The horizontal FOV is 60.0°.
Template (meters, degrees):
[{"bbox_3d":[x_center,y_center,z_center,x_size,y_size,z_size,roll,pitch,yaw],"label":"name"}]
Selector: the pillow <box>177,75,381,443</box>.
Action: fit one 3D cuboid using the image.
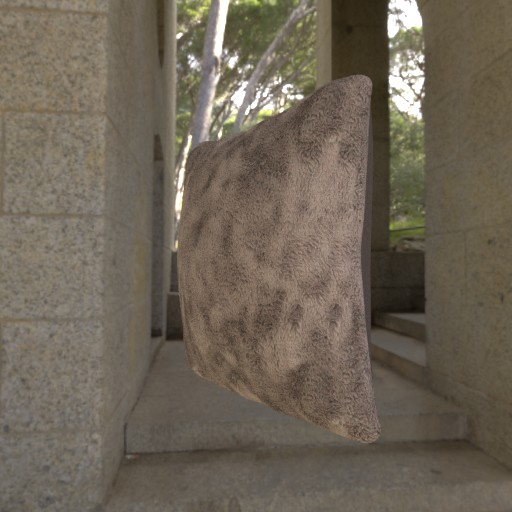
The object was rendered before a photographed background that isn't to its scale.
[{"bbox_3d":[0.000,0.000,0.802,0.204,0.520,0.522,1,-2,-36],"label":"pillow"}]
